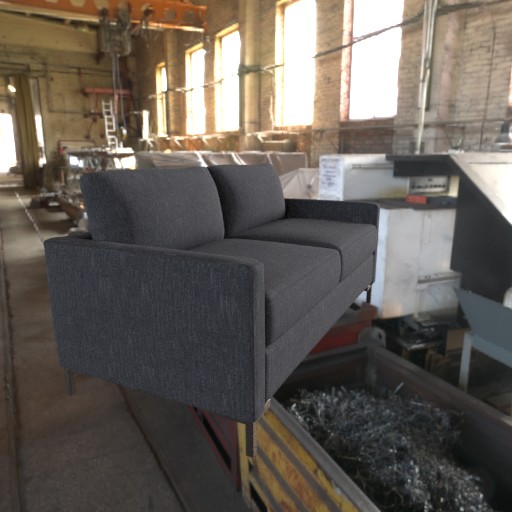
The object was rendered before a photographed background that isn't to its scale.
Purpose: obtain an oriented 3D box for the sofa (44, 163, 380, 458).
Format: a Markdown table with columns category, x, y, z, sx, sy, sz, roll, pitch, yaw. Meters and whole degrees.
| category | x | y | z | sx | sy | sz | roll | pitch | yaw |
| --- | --- | --- | --- | --- | --- | --- | --- | --- | --- |
| sofa | 0.000 | 0.000 | 2.161 | 0.866 | 0.862 | 1.716 | 7 | 15 | 26 |
